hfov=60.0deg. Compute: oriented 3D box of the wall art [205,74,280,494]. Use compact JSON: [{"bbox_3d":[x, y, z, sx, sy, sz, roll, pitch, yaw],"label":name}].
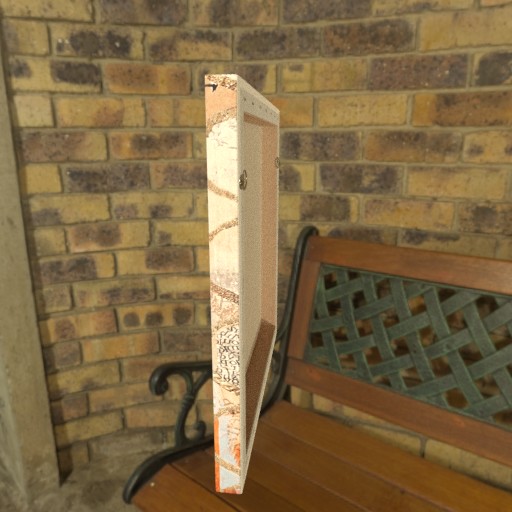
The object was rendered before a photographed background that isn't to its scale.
[{"bbox_3d":[0.000,0.000,0.752,0.038,0.508,0.507,2,14,7],"label":"wall art"}]
